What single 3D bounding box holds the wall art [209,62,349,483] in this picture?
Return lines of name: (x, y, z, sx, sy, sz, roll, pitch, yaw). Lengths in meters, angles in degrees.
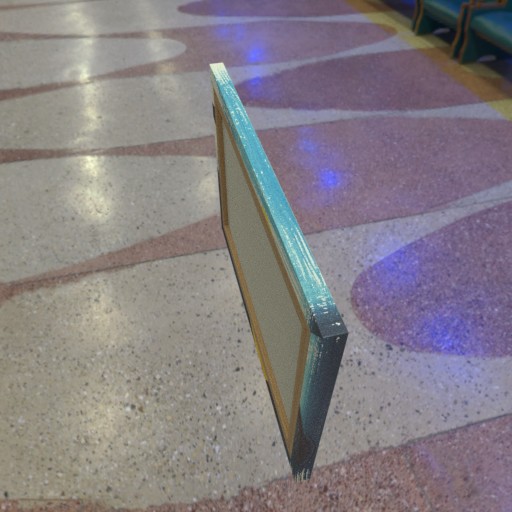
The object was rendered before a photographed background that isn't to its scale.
wall art: (0.000, 0.000, 1.134, 0.039, 0.610, 0.914, -10, 47, -10)
